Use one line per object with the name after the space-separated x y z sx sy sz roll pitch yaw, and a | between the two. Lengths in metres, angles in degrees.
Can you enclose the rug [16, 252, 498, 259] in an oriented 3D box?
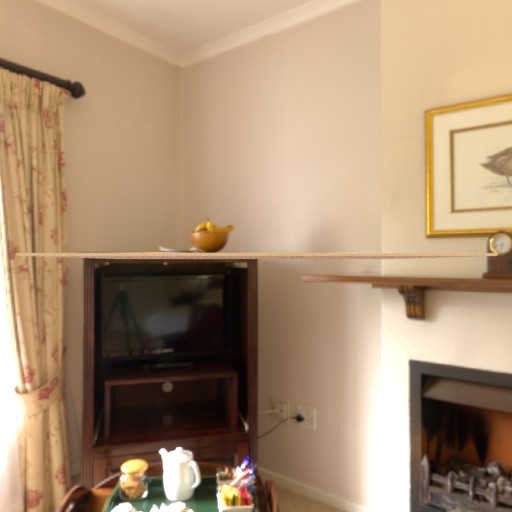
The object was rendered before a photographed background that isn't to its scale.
0.000 0.000 3.077 2.438 0.026 1.706 0 -1 -1 | rug
